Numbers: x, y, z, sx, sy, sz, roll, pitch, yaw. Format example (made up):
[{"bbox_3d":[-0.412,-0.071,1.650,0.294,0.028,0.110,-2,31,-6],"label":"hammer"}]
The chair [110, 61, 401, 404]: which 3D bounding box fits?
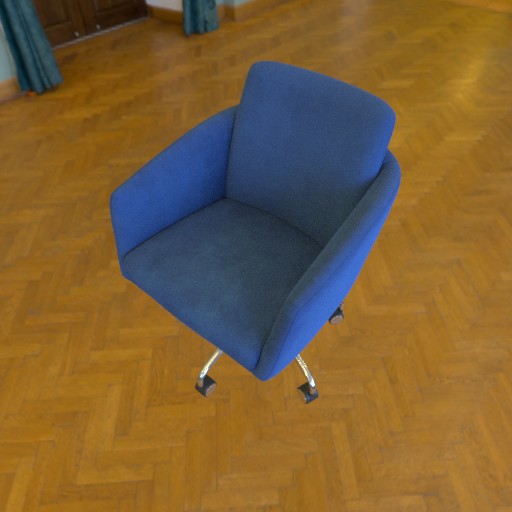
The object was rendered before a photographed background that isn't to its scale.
[{"bbox_3d":[0.000,0.000,1.328,0.641,0.908,0.635,31,54,26],"label":"chair"}]
